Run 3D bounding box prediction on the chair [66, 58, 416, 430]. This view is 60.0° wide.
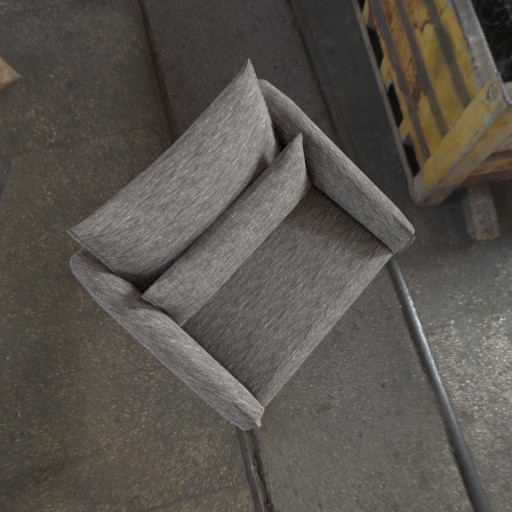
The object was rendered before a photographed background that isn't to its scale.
[{"bbox_3d":[0.000,0.000,1.645,0.805,0.842,1.004,41,78,10],"label":"chair"}]
